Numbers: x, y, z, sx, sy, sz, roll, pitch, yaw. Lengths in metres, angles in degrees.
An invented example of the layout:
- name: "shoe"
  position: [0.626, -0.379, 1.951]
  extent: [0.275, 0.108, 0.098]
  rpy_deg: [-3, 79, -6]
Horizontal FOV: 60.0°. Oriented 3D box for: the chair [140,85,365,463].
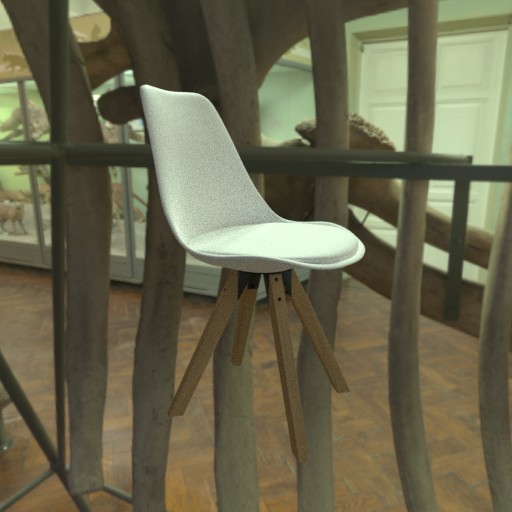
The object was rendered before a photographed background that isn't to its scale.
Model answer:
- name: "chair"
  position: [0.000, 0.000, 1.162]
  extent: [0.550, 0.849, 0.485]
  rpy_deg: [7, 16, 27]
